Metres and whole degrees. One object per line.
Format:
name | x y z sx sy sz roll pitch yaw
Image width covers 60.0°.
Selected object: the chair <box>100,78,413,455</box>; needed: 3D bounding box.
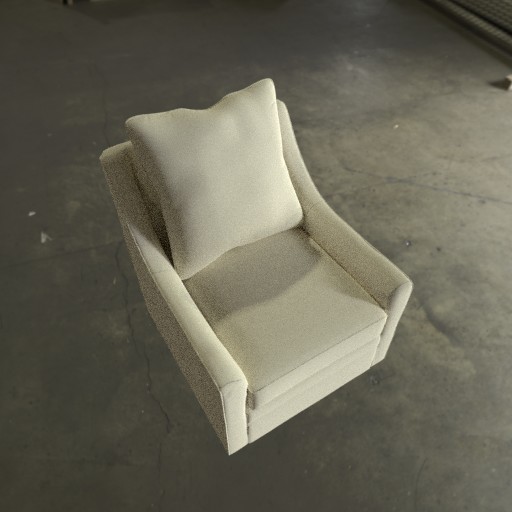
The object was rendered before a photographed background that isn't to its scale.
chair | 0.000 0.000 1.642 0.756 0.965 0.876 -24 51 -21
